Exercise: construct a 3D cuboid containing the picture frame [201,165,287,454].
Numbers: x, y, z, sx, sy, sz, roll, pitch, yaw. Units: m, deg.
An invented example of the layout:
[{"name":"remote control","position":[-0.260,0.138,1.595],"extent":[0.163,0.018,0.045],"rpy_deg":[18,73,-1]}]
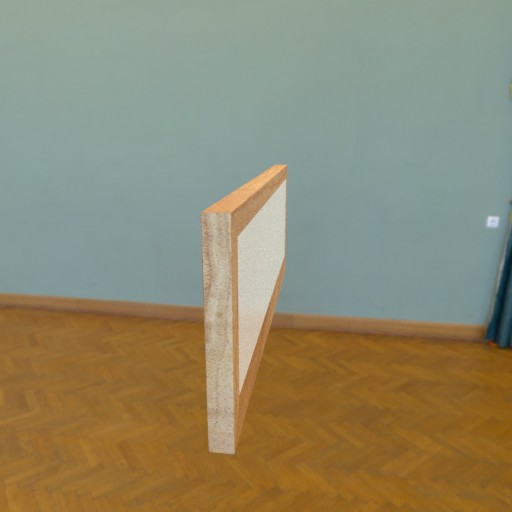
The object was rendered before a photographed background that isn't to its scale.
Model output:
[{"name":"picture frame","position":[0.000,0.000,0.675],"extent":[0.045,0.234,0.582],"rpy_deg":[2,16,8]}]
